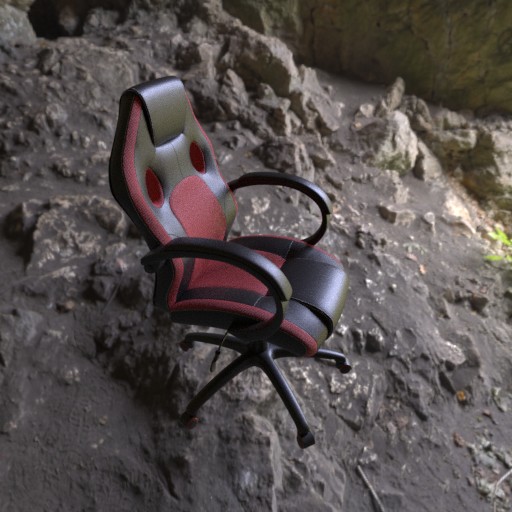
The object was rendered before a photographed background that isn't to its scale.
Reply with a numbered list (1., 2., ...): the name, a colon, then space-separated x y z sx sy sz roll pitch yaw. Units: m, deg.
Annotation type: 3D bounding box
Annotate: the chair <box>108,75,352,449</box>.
1. chair: 0.000 0.000 1.634 0.783 1.189 0.750 10 32 17
